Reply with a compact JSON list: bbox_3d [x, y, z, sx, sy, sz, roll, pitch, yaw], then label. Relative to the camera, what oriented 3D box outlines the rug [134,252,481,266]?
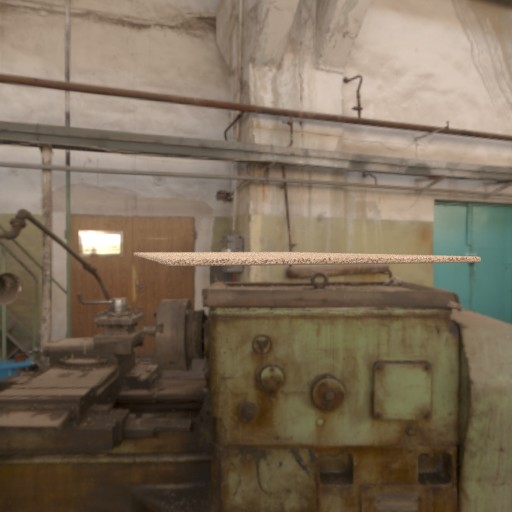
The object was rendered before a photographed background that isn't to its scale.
[{"bbox_3d":[0.000,0.000,3.079,1.524,0.030,2.438,0,1,-18],"label":"rug"}]
